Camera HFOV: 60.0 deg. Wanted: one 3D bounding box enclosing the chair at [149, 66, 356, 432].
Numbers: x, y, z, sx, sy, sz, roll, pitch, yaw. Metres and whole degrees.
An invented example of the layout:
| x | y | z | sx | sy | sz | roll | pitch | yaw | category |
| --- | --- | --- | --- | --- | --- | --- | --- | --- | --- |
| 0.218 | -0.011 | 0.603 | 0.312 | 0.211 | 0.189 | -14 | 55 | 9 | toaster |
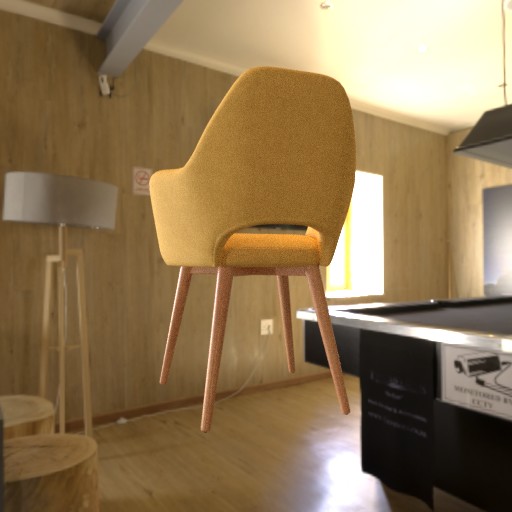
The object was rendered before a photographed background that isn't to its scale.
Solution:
| x | y | z | sx | sy | sz | roll | pitch | yaw | category |
| --- | --- | --- | --- | --- | --- | --- | --- | --- | --- |
| 0.000 | 0.000 | 1.273 | 0.590 | 0.840 | 0.610 | 0 | -1 | -19 | chair |
